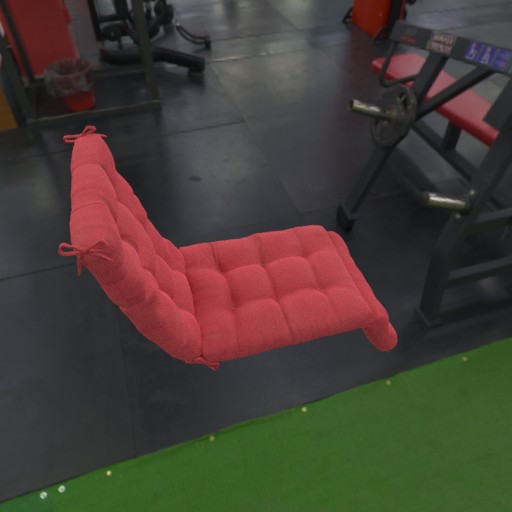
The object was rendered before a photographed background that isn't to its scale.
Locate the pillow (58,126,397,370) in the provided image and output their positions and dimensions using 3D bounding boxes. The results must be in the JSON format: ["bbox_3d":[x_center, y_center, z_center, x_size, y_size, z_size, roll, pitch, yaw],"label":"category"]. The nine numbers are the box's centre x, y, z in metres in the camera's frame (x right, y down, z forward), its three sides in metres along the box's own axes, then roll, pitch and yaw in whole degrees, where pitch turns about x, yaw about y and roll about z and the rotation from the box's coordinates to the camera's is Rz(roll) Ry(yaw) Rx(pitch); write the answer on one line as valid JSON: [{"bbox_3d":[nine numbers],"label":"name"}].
[{"bbox_3d":[0.000,0.000,1.493,1.016,0.863,0.526,-11,47,-11],"label":"pillow"}]
